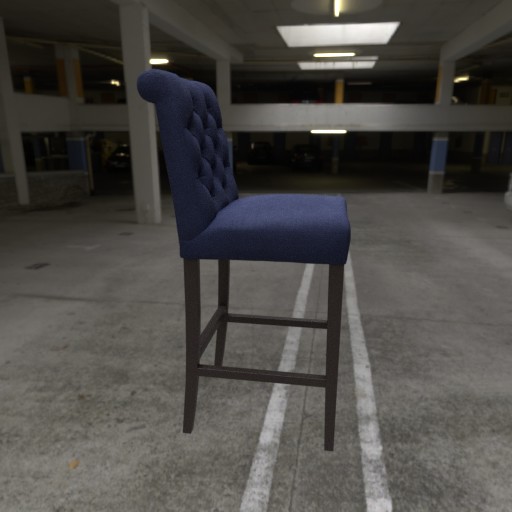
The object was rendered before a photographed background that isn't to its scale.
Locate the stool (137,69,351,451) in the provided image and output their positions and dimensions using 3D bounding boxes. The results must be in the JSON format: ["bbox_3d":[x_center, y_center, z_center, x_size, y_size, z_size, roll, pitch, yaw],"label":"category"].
[{"bbox_3d":[0.000,0.000,1.503,0.601,1.140,0.493,3,17,9],"label":"stool"}]
